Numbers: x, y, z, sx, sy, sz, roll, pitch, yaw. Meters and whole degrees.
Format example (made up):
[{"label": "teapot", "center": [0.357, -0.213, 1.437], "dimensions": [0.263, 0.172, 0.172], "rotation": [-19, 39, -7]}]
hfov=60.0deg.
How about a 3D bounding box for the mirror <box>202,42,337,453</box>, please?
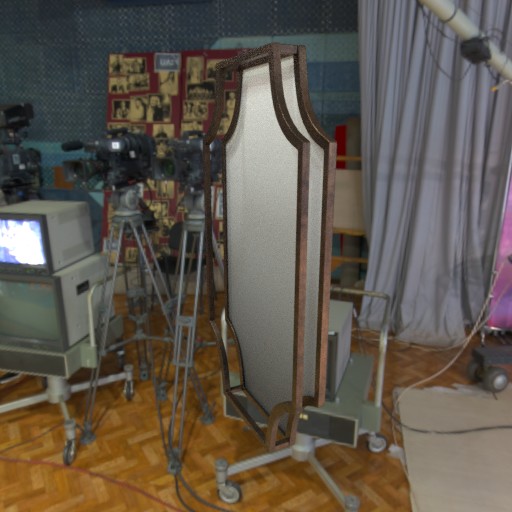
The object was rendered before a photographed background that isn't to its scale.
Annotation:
[{"label": "mirror", "center": [0.000, 0.000, 0.971], "dimensions": [0.066, 0.811, 0.462], "rotation": [-7, 17, -25]}]
